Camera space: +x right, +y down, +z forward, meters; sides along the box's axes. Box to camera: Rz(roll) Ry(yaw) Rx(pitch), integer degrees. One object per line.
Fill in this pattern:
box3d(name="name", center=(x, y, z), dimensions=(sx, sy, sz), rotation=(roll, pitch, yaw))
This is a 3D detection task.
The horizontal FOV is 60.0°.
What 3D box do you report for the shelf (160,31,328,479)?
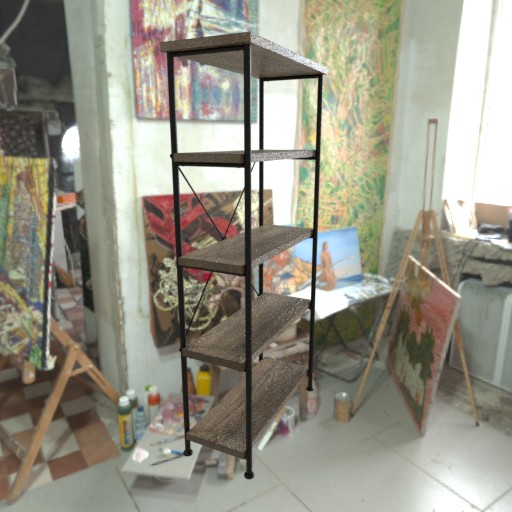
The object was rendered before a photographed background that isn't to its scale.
box3d(name="shelf", center=(0.000, 0.000, 2.044), dimensions=(0.360, 1.700, 0.800), rotation=(7, 16, 26))
